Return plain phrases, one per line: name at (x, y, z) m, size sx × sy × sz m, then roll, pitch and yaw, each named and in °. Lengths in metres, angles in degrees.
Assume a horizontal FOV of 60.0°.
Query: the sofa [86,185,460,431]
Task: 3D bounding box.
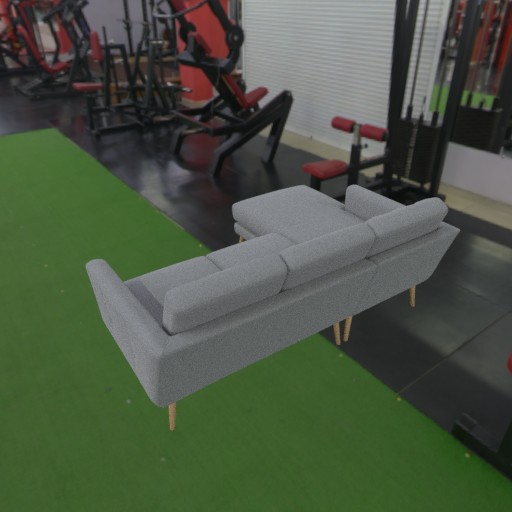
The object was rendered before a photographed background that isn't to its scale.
sofa at (0.000, 0.000, 2.878) m, size 2.040 × 0.860 × 1.530 m, roll -19°, pitch 36°, yaw -29°
